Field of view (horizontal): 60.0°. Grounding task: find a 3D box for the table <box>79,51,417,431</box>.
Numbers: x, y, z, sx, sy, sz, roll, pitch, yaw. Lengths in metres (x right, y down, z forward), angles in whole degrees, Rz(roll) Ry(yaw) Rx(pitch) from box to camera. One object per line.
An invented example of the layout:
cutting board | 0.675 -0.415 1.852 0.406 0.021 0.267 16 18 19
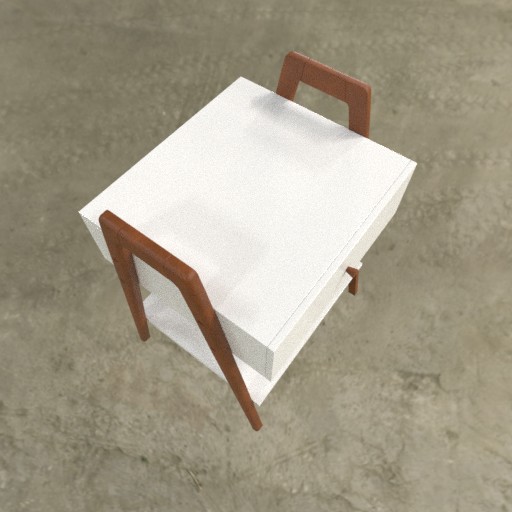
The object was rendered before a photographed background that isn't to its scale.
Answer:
table | 0.000 0.000 0.907 0.405 0.610 0.457 33 64 18
